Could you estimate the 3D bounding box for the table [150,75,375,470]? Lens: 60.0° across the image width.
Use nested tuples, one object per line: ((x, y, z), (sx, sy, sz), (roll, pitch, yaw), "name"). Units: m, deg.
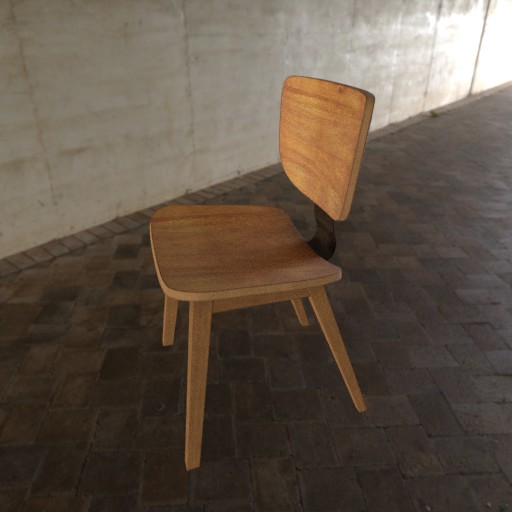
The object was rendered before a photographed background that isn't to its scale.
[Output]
((0.000, 0.000, 1.120), (0.500, 0.805, 0.499), (-8, 29, -15), "table")
